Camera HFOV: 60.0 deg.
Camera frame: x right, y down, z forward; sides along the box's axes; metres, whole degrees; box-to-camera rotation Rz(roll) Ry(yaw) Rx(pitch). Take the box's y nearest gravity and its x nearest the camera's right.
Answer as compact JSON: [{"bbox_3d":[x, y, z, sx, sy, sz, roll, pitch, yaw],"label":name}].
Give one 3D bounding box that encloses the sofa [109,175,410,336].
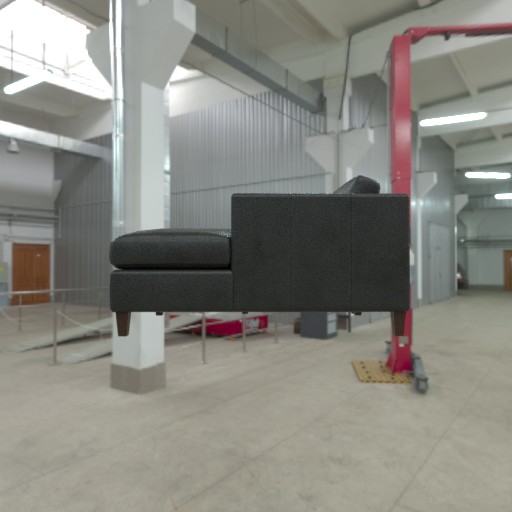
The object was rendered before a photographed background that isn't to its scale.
[{"bbox_3d":[0.000,0.000,3.883,1.581,0.883,3.203,0,-1,0],"label":"sofa"}]
